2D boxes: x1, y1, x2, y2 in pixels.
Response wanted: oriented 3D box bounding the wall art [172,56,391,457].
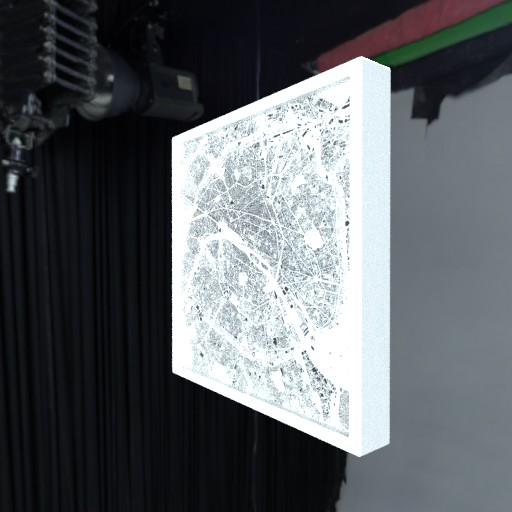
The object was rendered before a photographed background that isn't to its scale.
[{"bbox_3d":[0.000,0.000,0.467,0.038,0.305,0.305,0,1,-38],"label":"wall art"}]
